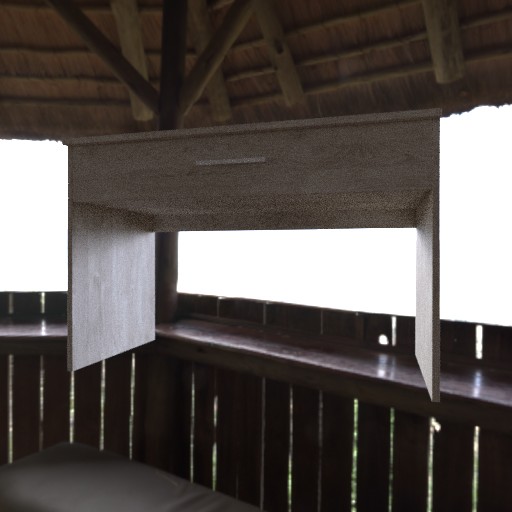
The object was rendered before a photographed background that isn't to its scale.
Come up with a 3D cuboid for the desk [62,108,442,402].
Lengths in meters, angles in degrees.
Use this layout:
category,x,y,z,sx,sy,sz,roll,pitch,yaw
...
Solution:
category,x,y,z,sx,sy,sz,roll,pitch,yaw
desk,0.000,0.000,1.504,1.100,0.730,0.560,0,0,16
